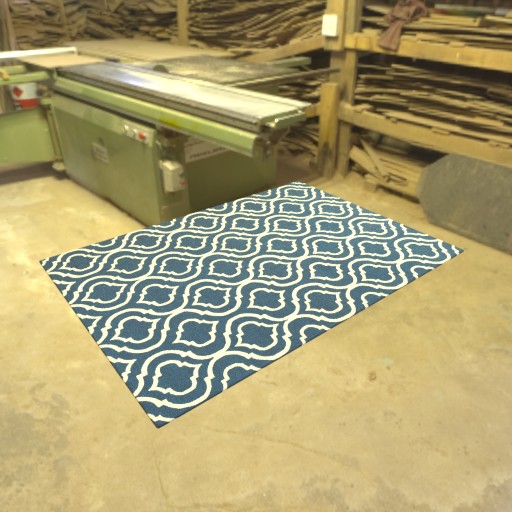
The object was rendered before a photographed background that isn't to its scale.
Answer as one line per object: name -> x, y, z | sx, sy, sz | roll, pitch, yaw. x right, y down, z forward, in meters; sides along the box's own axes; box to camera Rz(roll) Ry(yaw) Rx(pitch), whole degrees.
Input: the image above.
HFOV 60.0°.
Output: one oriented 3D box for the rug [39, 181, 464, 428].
rug -> 0.000, 0.000, 2.725 | 2.134, 0.010, 1.524 | -22, 37, -32
